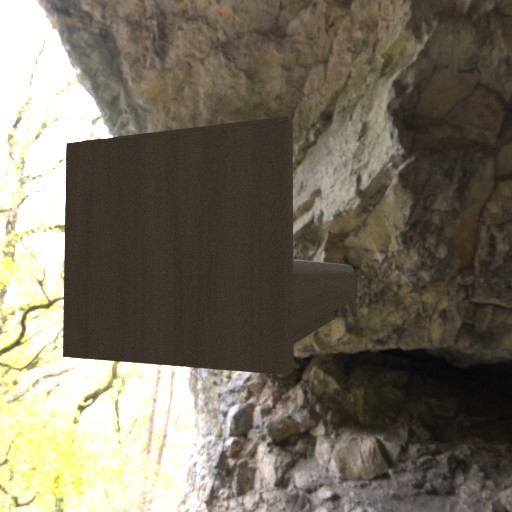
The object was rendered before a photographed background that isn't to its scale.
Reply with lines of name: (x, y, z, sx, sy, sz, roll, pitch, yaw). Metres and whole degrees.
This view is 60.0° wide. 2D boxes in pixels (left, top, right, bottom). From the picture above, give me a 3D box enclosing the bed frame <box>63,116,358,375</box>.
bed frame: (0.000, 0.000, 2.742, 0.990, 0.920, 2.140, -1, -2, 19)
